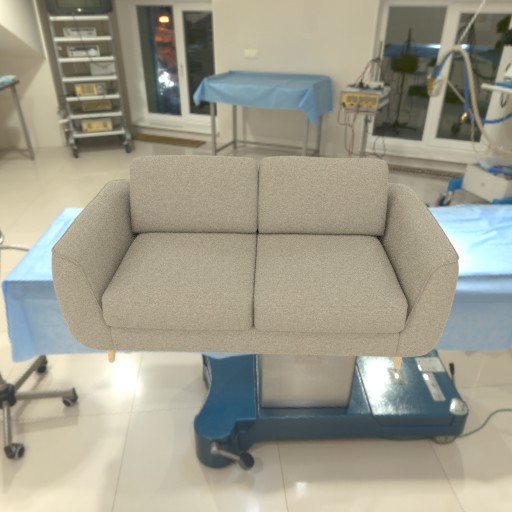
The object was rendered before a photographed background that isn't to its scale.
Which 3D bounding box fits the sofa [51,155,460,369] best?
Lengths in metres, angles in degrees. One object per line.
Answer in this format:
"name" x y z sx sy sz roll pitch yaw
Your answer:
"sofa" 0.000 0.000 2.213 1.700 0.850 0.920 1 30 2
